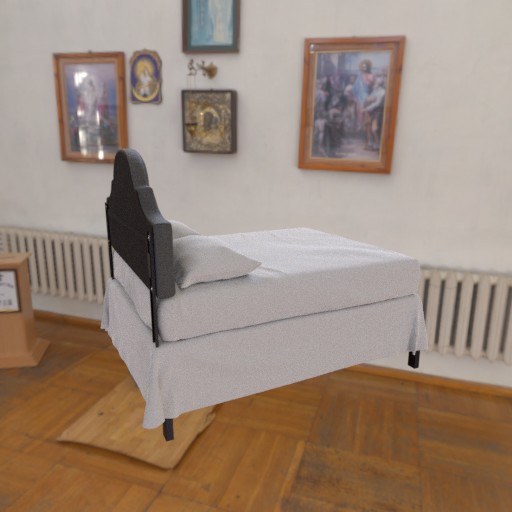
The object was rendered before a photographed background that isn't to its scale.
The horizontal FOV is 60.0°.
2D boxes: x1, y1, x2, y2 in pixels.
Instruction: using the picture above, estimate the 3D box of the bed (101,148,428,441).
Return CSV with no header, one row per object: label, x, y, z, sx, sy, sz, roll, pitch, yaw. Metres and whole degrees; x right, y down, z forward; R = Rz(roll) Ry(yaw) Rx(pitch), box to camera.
bed,0.000,0.000,3.465,2.222,1.634,1.780,-7,15,-26
